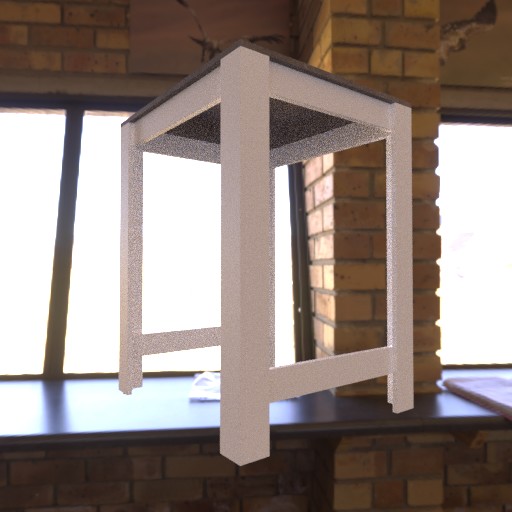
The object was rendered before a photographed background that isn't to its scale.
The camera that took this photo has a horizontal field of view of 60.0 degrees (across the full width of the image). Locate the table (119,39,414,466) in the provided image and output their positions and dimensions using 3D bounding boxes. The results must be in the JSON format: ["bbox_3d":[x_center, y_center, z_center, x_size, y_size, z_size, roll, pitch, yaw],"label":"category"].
[{"bbox_3d":[0.000,0.000,1.582,0.700,1.020,0.800,1,-1,-37],"label":"table"}]
